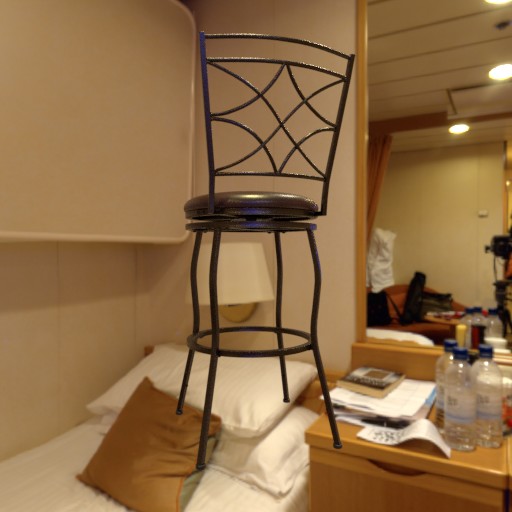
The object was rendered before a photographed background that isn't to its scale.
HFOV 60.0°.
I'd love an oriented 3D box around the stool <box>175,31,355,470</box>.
[{"bbox_3d":[0.000,0.000,1.371,0.434,1.117,0.534,0,1,-18],"label":"stool"}]
